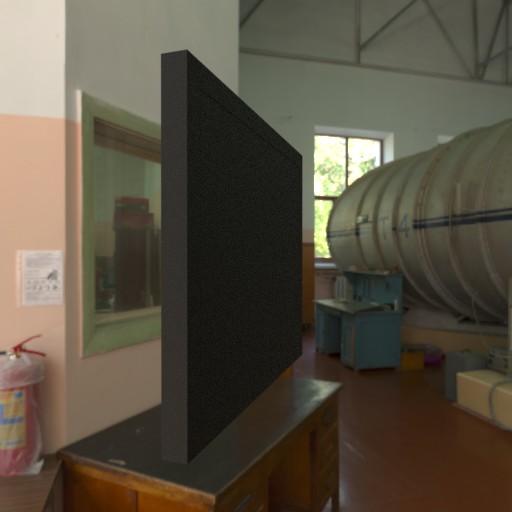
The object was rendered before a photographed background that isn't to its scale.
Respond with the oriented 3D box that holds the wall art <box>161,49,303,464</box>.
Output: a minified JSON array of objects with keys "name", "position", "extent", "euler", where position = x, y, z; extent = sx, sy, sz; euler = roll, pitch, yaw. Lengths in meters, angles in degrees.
[{"name":"wall art","position":[0.000,0.000,0.546],"extent":[0.024,0.329,0.404],"euler":[0,0,19]}]
